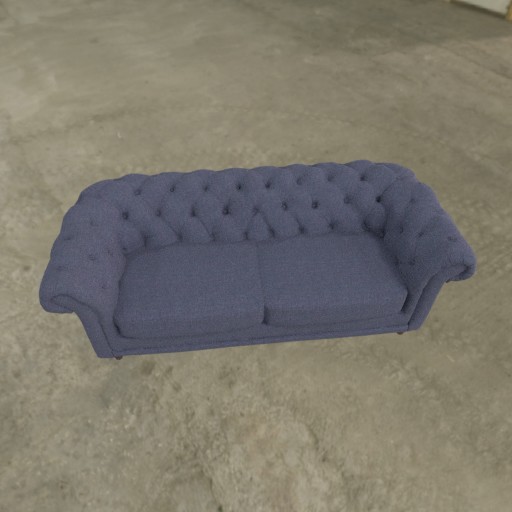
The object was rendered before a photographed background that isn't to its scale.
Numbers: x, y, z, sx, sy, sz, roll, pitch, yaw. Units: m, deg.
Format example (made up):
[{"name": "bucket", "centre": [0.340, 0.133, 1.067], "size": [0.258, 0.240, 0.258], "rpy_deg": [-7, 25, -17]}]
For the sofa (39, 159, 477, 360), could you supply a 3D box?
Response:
[{"name": "sofa", "centre": [0.000, 0.000, 2.871], "size": [2.335, 0.836, 1.046], "rpy_deg": [-4, 46, -4]}]
